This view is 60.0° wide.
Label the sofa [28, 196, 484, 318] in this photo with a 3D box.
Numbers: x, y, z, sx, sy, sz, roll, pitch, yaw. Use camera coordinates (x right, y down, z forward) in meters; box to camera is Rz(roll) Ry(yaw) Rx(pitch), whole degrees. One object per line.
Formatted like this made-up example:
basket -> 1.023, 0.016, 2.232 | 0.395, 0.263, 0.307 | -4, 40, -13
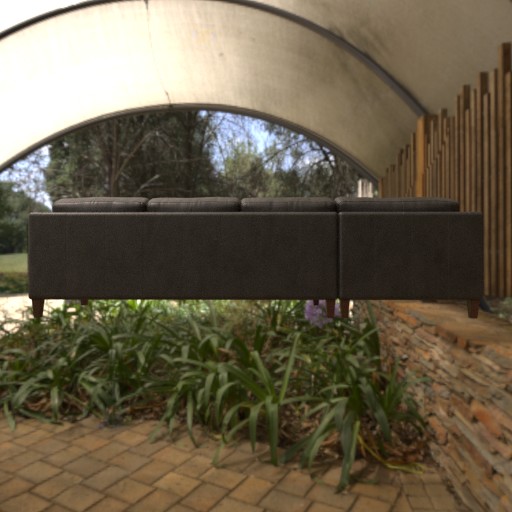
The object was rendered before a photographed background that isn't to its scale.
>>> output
sofa -> 0.000, 0.000, 3.888 | 3.203, 0.883, 1.581 | 0, 0, 1
